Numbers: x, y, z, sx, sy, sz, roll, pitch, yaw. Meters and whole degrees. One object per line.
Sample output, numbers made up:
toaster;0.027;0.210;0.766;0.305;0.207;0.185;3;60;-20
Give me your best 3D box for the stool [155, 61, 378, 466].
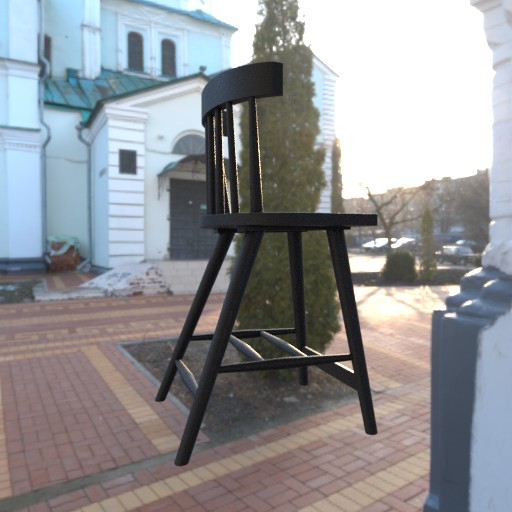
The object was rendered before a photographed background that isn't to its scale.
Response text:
stool;0.000;0.000;1.311;0.549;0.953;0.494;-1;2;-19
